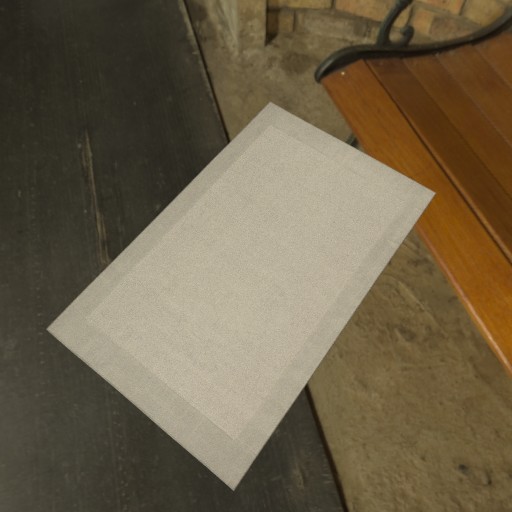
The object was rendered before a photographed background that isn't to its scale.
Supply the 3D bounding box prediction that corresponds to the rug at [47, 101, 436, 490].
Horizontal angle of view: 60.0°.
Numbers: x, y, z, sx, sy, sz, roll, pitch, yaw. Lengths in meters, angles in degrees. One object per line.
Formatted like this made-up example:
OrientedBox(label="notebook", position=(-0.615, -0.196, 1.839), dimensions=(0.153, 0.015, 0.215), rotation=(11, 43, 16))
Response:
OrientedBox(label="rug", position=(0.000, 0.000, 3.058), dimensions=(1.524, 0.014, 2.438), rotation=(34, 68, 15))
